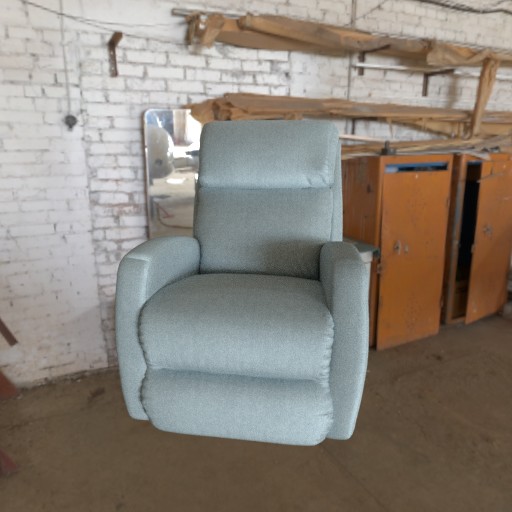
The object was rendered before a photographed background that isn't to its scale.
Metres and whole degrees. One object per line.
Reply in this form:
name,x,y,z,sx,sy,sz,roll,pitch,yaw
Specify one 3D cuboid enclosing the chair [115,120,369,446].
chair,0.000,0.000,1.693,0.794,1.016,0.940,2,15,9
